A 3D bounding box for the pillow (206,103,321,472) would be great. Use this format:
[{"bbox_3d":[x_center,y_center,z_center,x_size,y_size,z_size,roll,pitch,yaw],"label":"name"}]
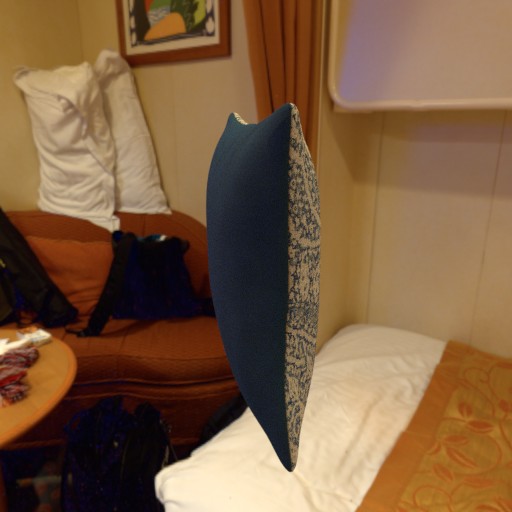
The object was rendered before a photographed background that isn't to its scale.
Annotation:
[{"bbox_3d":[0.000,0.000,0.810,0.166,0.510,0.523,-3,17,-10],"label":"pillow"}]
